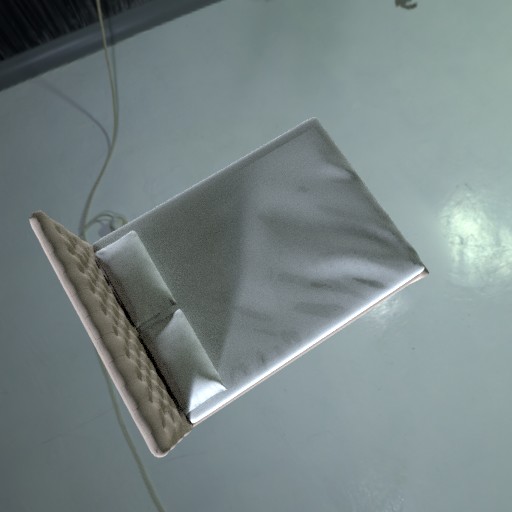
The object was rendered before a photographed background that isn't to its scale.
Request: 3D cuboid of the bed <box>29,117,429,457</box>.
[{"bbox_3d":[0.000,0.000,3.443,2.387,1.427,1.698,-31,78,-7],"label":"bed"}]
